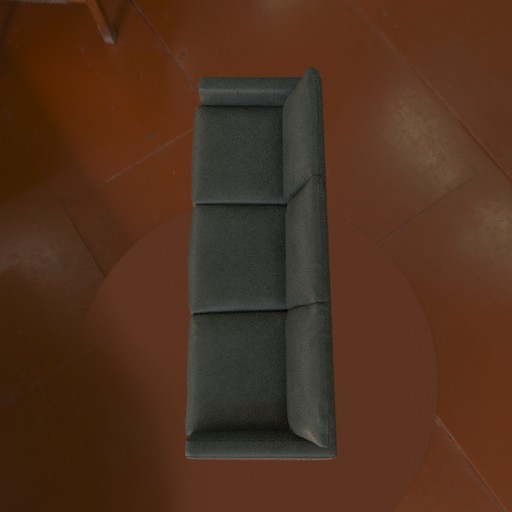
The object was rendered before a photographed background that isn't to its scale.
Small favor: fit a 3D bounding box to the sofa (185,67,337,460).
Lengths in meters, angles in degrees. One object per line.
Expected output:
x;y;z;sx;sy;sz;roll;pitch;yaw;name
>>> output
0.000;0.000;2.434;0.748;0.805;2.029;0;76;0;sofa
